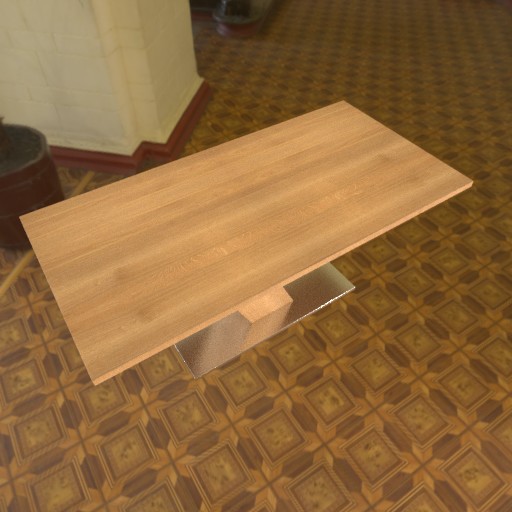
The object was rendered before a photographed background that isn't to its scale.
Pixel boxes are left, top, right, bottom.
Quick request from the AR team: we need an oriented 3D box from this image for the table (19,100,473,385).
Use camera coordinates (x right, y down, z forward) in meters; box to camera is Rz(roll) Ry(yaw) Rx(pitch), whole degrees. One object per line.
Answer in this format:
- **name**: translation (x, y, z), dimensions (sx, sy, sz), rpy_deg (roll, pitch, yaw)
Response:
- **table**: translation (0.000, 0.000, 2.227), dimensions (1.800, 0.750, 0.900), rpy_deg (-26, 52, -22)
